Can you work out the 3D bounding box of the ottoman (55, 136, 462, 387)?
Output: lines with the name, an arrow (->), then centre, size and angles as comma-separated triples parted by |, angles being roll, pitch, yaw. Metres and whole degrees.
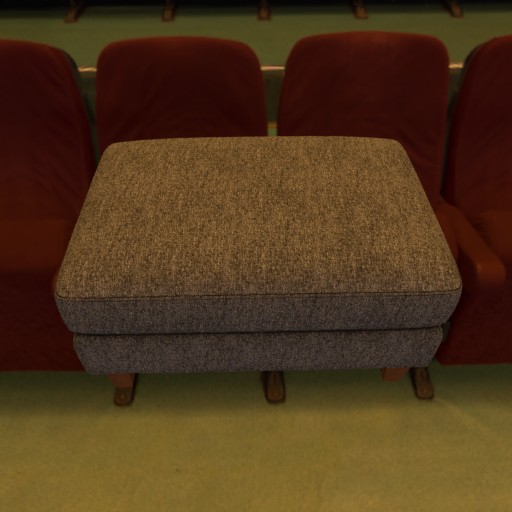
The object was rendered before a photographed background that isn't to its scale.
ottoman -> 0.000, 0.000, 1.207 | 0.864, 0.483, 0.584 | -1, 47, -1
